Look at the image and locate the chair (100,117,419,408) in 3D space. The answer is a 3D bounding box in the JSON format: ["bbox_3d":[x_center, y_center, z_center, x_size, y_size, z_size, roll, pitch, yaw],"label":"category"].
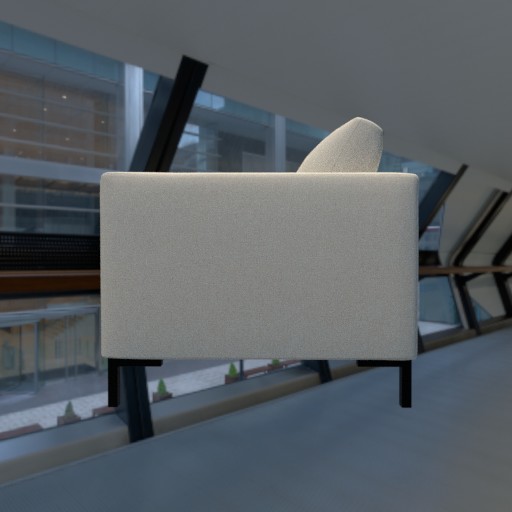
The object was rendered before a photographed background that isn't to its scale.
[{"bbox_3d":[0.000,0.000,1.631,0.875,0.806,0.964,0,0,0],"label":"chair"}]
